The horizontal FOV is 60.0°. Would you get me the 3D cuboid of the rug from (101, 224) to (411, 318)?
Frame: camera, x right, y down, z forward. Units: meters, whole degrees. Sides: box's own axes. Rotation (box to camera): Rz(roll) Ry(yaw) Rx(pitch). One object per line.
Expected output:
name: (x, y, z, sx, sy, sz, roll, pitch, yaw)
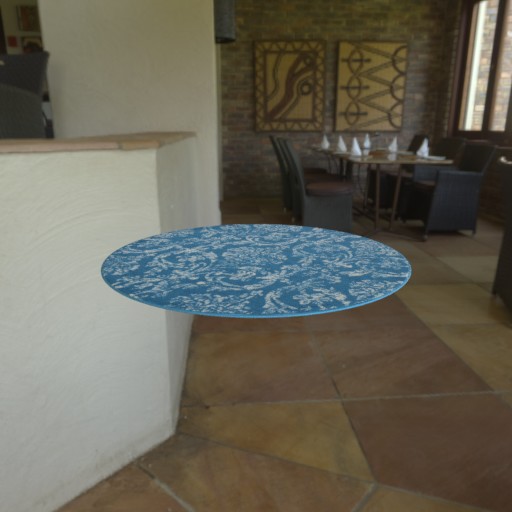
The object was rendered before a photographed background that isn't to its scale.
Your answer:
rug: (0.000, 0.000, 2.399, 1.593, 0.012, 1.593, 0, 16, 0)
